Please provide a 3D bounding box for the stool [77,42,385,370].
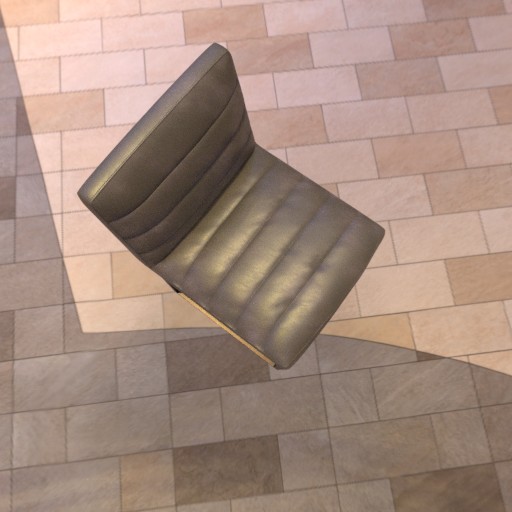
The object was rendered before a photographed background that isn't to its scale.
[{"bbox_3d":[0.000,0.000,1.355,0.562,1.065,0.463,36,78,9],"label":"stool"}]
